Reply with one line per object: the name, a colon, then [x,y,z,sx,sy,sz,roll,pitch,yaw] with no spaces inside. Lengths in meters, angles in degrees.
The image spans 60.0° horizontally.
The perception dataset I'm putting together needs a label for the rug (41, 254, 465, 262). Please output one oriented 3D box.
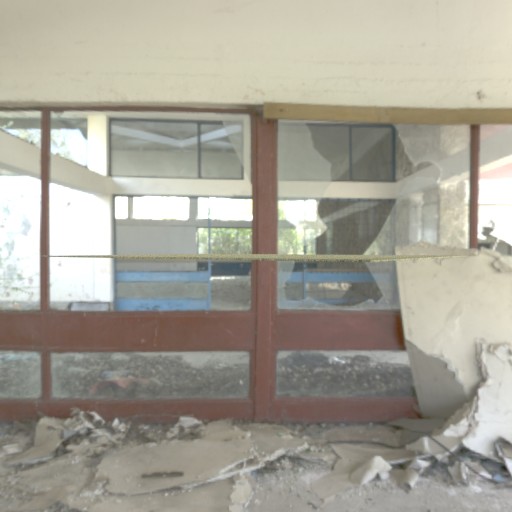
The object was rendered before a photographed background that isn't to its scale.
rug: [0.000,0.000,4.202,3.201,0.014,2.437,1,1,36]
